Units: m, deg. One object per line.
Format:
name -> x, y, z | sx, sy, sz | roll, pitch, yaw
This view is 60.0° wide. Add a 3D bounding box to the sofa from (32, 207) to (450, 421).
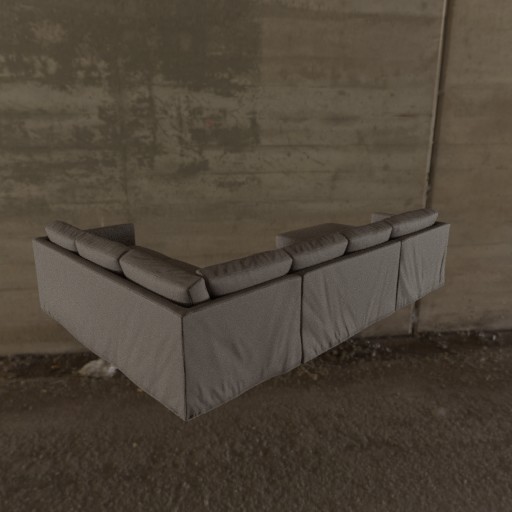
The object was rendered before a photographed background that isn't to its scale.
sofa -> 0.000, 0.000, 4.488 | 3.528, 0.878, 2.476 | -15, 22, -42
